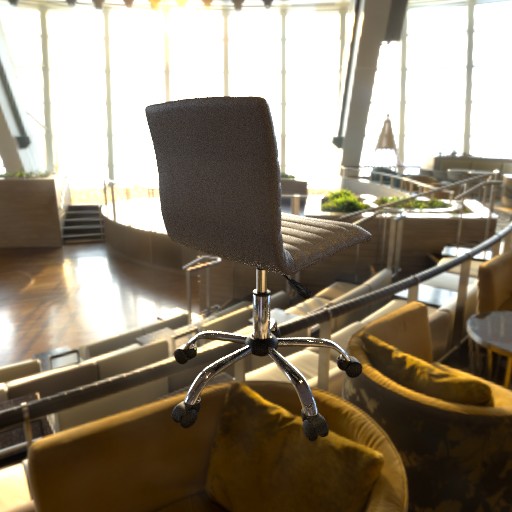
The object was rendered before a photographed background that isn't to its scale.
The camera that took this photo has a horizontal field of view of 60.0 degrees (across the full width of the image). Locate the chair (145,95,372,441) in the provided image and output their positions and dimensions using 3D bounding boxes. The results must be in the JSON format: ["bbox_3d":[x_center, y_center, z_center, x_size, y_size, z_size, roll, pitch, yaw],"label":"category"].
[{"bbox_3d":[0.000,0.000,1.143,0.542,0.750,0.569,-15,21,-43],"label":"chair"}]
